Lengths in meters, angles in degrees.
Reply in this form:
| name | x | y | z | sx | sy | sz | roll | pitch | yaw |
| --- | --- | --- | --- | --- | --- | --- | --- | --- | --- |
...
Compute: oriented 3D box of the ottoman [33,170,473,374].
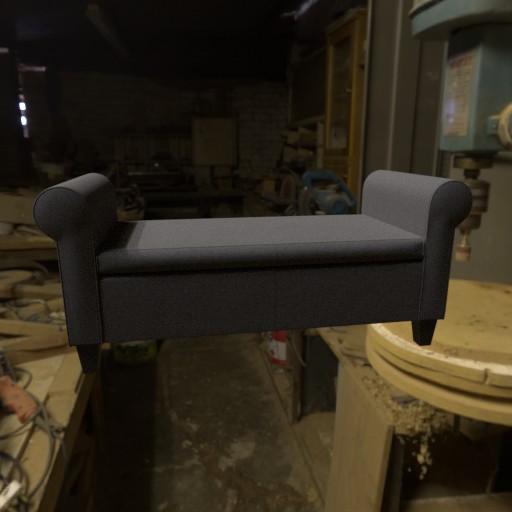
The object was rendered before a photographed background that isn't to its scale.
| name | x | y | z | sx | sy | sz | roll | pitch | yaw |
| --- | --- | --- | --- | --- | --- | --- | --- | --- | --- |
| ottoman | 0.000 | 0.000 | 1.535 | 1.256 | 0.547 | 0.521 | -2 | 15 | -10 |
